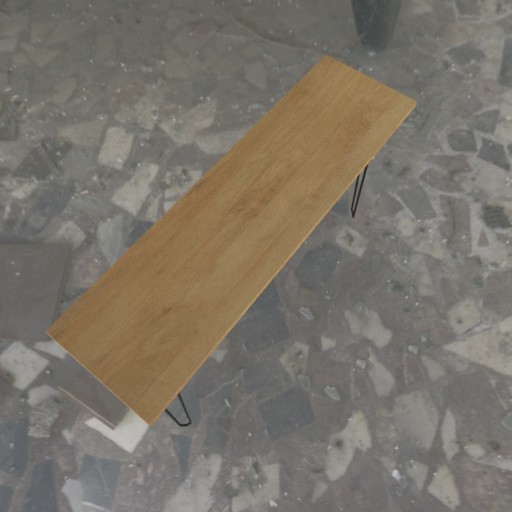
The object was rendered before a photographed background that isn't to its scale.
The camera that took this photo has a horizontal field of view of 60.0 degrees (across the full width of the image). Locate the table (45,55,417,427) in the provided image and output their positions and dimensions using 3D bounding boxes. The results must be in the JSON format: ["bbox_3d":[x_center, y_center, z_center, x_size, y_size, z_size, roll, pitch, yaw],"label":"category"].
[{"bbox_3d":[0.000,0.000,1.780,0.399,0.799,1.400,35,69,16],"label":"table"}]
